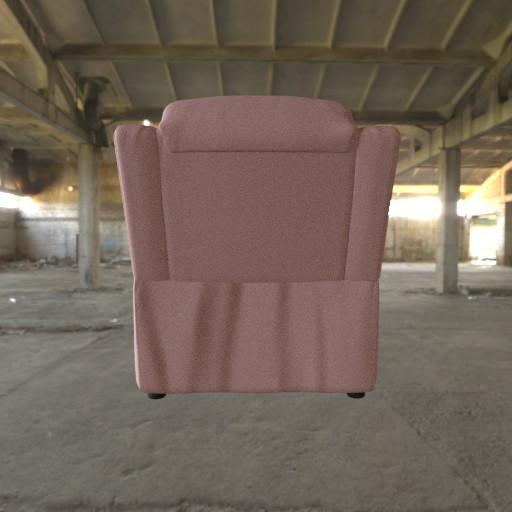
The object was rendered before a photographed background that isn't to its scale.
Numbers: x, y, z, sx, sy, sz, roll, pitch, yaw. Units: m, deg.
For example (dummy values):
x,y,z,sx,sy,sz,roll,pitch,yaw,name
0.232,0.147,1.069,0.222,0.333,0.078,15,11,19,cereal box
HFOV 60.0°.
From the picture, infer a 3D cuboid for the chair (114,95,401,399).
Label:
x,y,z,sx,sy,sz,roll,pitch,yaw,name
0.000,0.000,1.253,0.680,0.702,0.709,0,2,-1,chair
